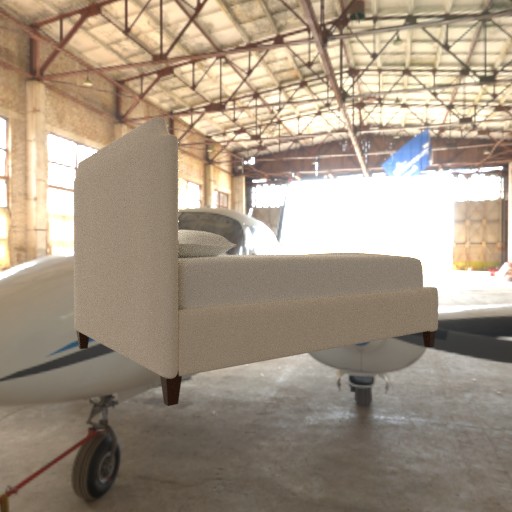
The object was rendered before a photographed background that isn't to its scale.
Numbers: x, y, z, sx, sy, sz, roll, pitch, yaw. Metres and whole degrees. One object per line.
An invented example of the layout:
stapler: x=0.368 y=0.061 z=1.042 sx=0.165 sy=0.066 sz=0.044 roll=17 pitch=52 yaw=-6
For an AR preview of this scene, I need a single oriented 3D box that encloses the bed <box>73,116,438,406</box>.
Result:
bed: x=0.000 y=0.000 z=3.477 sx=2.365 sy=1.443 sz=1.712 roll=0 pitch=1 yaw=-36
